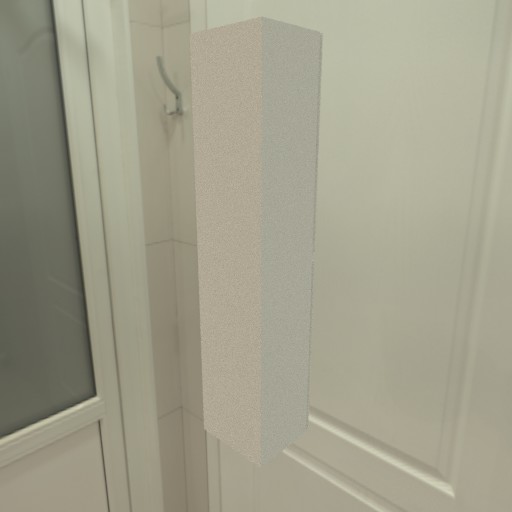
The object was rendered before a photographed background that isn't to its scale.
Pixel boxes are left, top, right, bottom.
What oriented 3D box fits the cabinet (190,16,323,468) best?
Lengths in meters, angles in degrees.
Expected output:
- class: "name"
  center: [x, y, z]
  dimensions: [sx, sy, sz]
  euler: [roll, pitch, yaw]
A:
- class: "cabinet"
  center: [0.000, 0.000, 1.529]
  dimensions: [0.300, 1.400, 0.270]
  euler: [14, 21, 42]
